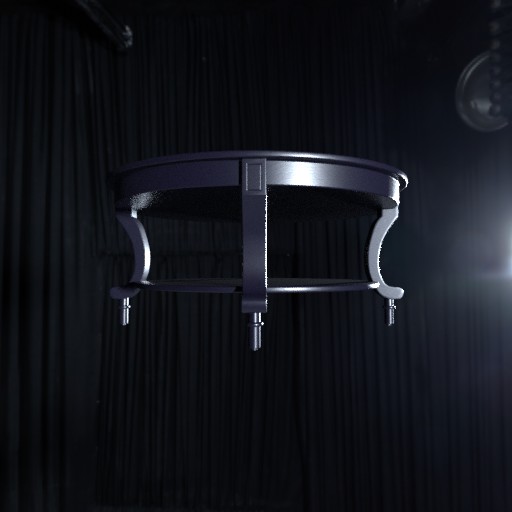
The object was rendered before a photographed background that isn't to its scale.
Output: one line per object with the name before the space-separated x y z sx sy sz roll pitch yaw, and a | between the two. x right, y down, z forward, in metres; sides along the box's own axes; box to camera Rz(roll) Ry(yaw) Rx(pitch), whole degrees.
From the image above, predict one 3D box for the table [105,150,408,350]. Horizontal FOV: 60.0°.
table | 0.000 0.000 1.581 1.029 0.491 1.029 0 -1 0
